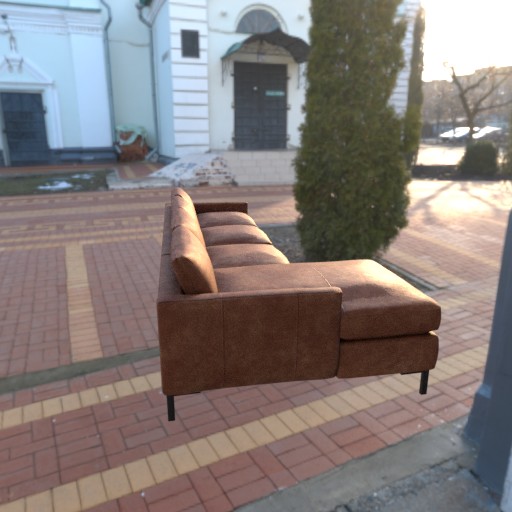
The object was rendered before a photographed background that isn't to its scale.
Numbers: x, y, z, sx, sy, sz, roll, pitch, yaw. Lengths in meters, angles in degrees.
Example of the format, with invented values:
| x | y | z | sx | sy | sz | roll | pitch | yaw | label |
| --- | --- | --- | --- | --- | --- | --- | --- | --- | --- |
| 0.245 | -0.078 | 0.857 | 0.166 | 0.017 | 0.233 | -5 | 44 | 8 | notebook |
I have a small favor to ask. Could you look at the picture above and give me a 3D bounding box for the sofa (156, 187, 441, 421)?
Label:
| x | y | z | sx | sy | sz | roll | pitch | yaw | label |
| --- | --- | --- | --- | --- | --- | --- | --- | --- | --- |
| 0.000 | 0.000 | 3.598 | 1.471 | 0.859 | 2.993 | -3 | 16 | -10 | sofa |
